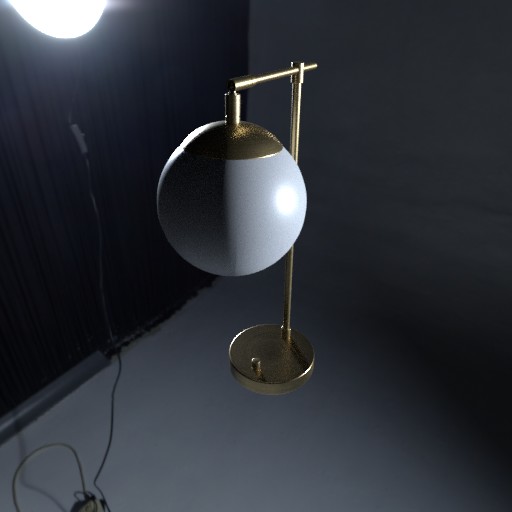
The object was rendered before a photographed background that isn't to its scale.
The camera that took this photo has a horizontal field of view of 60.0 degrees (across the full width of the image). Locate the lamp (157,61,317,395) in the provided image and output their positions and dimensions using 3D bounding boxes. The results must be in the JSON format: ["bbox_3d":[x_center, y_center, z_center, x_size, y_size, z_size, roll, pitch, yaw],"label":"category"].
[{"bbox_3d":[0.000,0.000,0.721,0.207,0.559,0.324,19,36,29],"label":"lamp"}]
